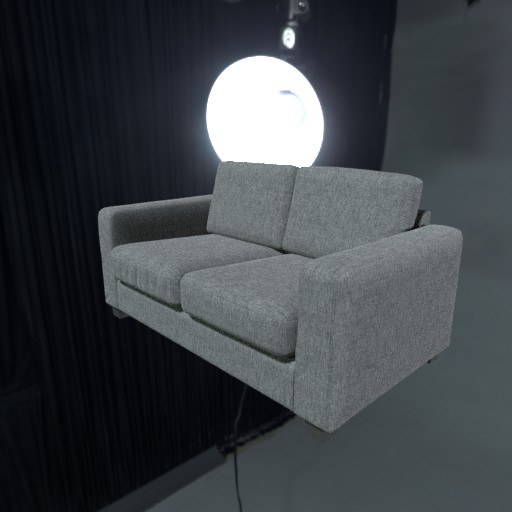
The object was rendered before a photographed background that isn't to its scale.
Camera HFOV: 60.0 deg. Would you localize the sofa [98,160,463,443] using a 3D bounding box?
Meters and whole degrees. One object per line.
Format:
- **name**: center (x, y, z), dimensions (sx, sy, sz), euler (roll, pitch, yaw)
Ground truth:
- **sofa**: center (0.000, 0.000, 2.042), dimensions (0.900, 0.800, 1.520), euler (-14, 21, -42)
